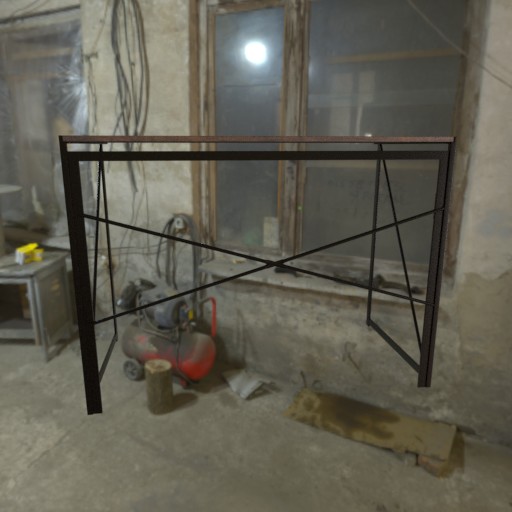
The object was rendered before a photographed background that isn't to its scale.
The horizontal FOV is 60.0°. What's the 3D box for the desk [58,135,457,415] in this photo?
[{"bbox_3d":[0.000,0.000,1.449,1.015,0.747,0.505,-2,14,-8],"label":"desk"}]
